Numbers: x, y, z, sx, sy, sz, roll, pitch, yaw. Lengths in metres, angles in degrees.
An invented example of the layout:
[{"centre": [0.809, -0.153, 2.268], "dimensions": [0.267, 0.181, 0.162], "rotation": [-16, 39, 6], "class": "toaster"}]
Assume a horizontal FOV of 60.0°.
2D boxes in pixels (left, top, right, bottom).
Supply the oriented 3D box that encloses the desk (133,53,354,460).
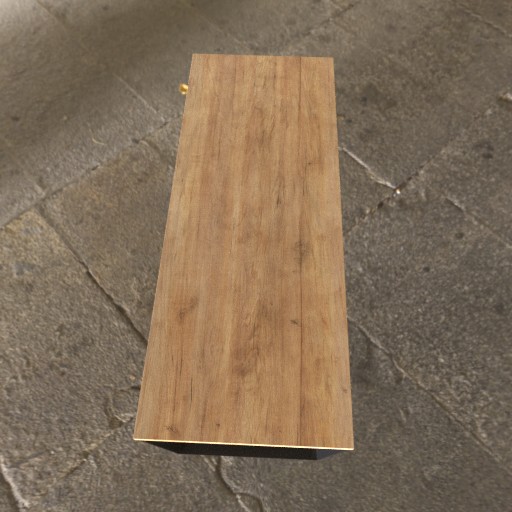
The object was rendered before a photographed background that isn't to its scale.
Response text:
[{"centre": [0.000, 0.000, 1.873], "dimensions": [0.600, 0.760, 1.520], "rotation": [2, 63, 1], "class": "desk"}]
